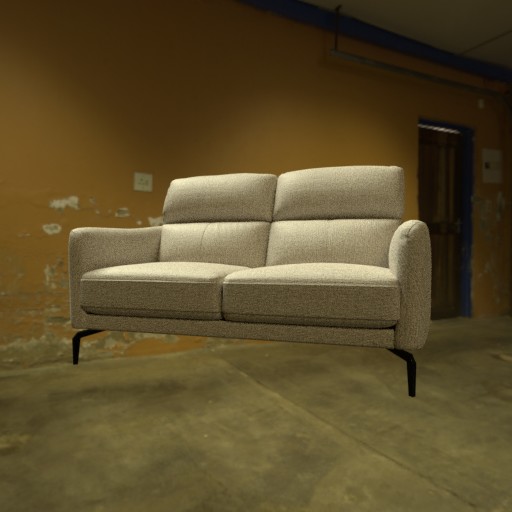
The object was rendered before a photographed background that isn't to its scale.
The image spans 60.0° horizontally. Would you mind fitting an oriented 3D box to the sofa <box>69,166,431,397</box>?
[{"bbox_3d":[0.000,0.000,2.119,1.540,0.950,0.905,0,0,18],"label":"sofa"}]
